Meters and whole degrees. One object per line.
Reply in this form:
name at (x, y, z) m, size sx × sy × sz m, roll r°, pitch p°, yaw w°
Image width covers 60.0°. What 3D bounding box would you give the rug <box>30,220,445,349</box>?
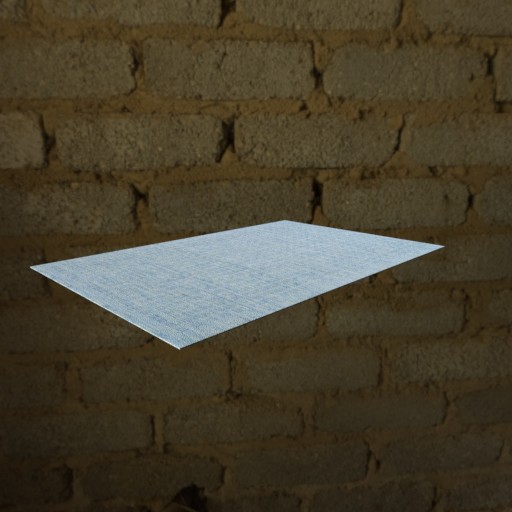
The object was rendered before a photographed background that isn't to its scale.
rug at (0.000, 0.000, 2.902) m, size 2.286 × 0.006 × 1.522 m, roll -14°, pitch 20°, yaw -43°
